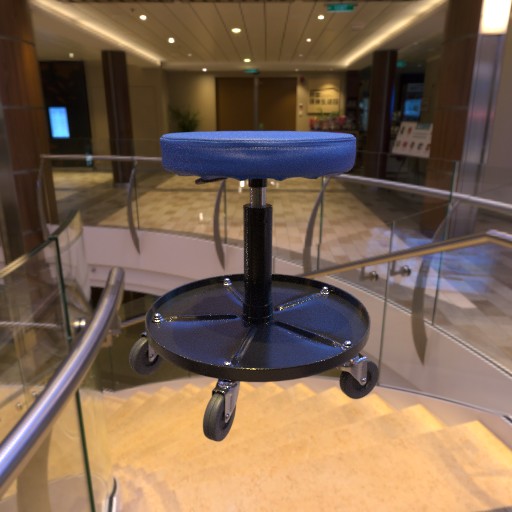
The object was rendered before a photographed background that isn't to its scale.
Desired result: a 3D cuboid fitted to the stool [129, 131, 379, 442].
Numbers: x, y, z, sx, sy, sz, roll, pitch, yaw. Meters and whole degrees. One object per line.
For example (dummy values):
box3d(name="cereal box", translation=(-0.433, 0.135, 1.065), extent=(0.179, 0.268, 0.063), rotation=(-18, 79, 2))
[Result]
box3d(name="stool", translation=(0.000, 0.000, 0.684), extent=(0.381, 0.365, 0.382), rotation=(-16, 24, -42))
